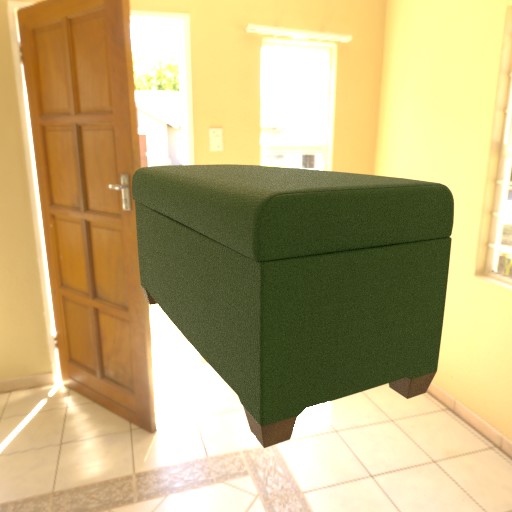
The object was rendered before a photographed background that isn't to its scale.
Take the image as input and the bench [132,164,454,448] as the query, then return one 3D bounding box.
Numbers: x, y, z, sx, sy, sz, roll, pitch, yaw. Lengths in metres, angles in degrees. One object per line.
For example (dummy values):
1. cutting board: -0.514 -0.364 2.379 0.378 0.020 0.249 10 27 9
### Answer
1. bench: 0.000 0.000 1.284 0.505 0.501 0.989 -7 16 -26
